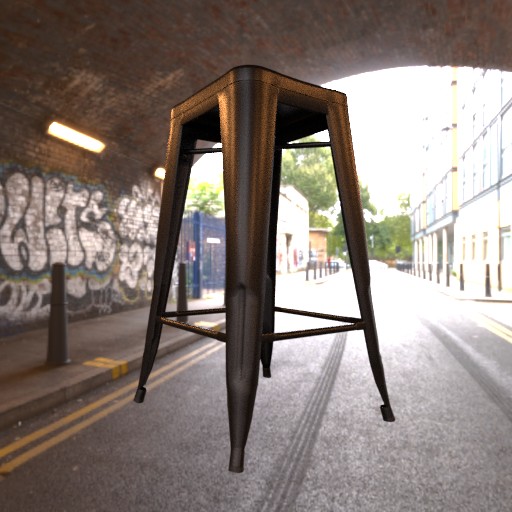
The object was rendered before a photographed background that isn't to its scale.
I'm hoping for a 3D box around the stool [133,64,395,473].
[{"bbox_3d":[0.000,0.000,0.874,0.359,0.609,0.399,0,0,-36],"label":"stool"}]
